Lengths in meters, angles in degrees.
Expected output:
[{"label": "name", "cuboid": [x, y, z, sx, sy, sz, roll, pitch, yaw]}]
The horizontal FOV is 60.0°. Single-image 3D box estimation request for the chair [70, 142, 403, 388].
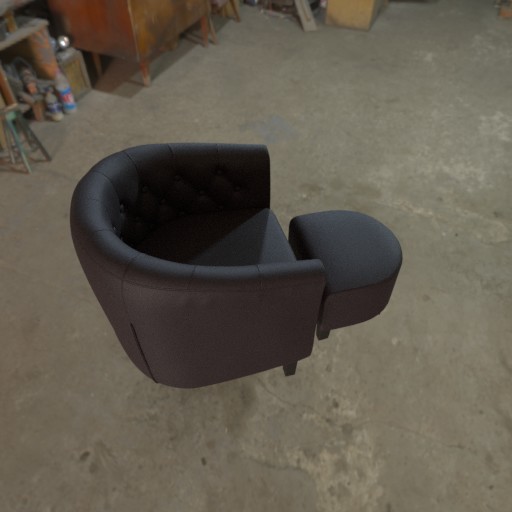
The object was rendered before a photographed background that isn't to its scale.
[{"label": "chair", "cuboid": [0.000, 0.000, 1.694, 1.191, 0.760, 0.763, -10, 47, -10]}]
